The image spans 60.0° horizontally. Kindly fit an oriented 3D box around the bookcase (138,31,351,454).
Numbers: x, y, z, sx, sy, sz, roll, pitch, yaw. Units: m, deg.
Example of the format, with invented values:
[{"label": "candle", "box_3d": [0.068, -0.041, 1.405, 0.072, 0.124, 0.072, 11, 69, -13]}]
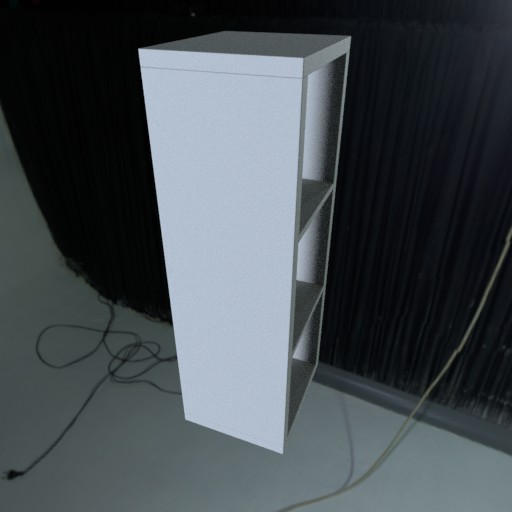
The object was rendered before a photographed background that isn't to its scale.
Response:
[{"label": "bookcase", "box_3d": [0.000, 0.000, 1.234, 0.330, 1.080, 0.390, 12, 34, 18]}]
